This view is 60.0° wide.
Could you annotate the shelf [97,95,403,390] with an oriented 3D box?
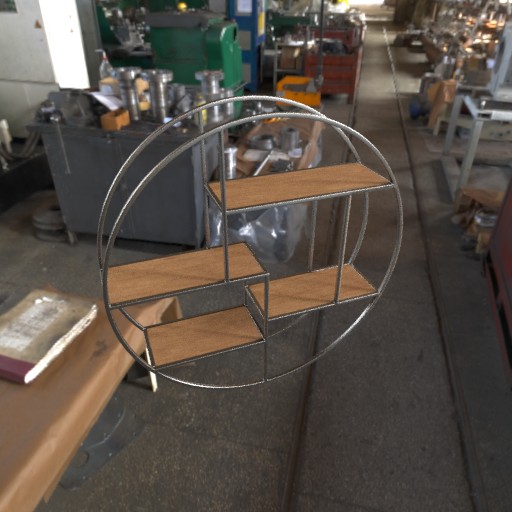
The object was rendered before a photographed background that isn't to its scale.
[{"bbox_3d":[0.000,0.000,1.330,0.888,0.888,0.202,-11,34,-17],"label":"shelf"}]
